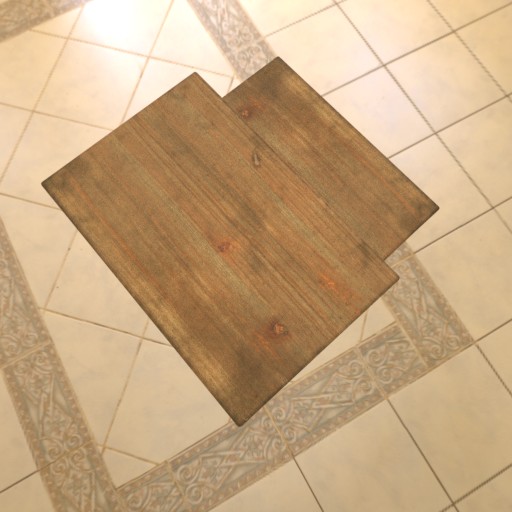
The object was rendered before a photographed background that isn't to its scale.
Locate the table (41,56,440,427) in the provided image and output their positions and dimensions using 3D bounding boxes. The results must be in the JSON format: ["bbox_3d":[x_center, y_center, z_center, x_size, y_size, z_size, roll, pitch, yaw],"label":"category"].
[{"bbox_3d":[0.000,0.000,0.934,0.460,0.615,0.456,-38,78,-10],"label":"table"}]
